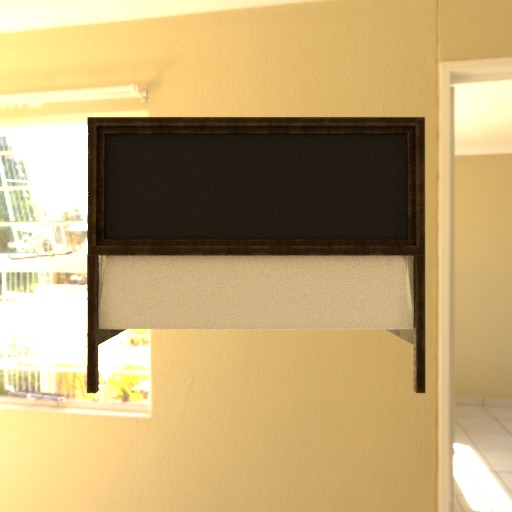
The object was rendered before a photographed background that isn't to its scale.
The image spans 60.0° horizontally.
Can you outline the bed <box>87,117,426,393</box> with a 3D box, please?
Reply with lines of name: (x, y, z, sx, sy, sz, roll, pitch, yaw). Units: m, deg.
bed: (0.000, 0.000, 3.214, 1.607, 1.313, 2.221, 0, 0, 0)
